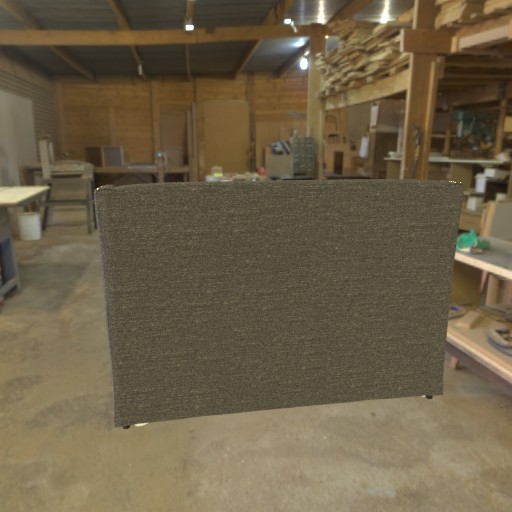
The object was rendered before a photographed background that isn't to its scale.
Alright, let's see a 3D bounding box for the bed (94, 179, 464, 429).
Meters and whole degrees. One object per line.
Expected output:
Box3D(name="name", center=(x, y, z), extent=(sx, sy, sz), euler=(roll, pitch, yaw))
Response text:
Box3D(name="bed", center=(0.000, 0.000, 3.443), extent=(1.925, 1.332, 2.276), euler=(-2, 14, -9))
